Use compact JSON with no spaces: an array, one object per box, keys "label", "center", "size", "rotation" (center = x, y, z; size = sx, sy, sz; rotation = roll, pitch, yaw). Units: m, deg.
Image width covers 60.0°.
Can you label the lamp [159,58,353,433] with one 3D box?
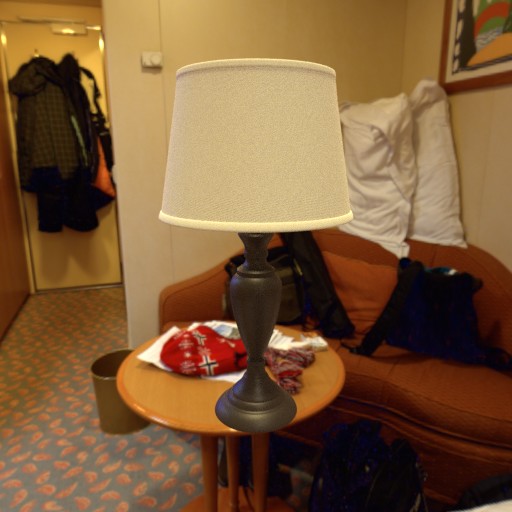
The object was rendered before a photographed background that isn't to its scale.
[{"label":"lamp","center":[0.000,0.000,0.796],"size":[0.335,0.611,0.335],"rotation":[0,13,0]}]
